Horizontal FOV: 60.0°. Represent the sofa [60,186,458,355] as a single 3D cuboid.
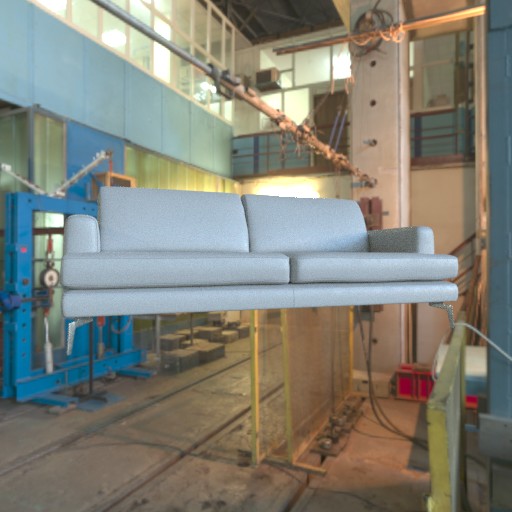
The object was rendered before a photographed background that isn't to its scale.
[{"bbox_3d":[0.000,0.000,2.442,1.940,0.765,0.974,0,-1,-21],"label":"sofa"}]
